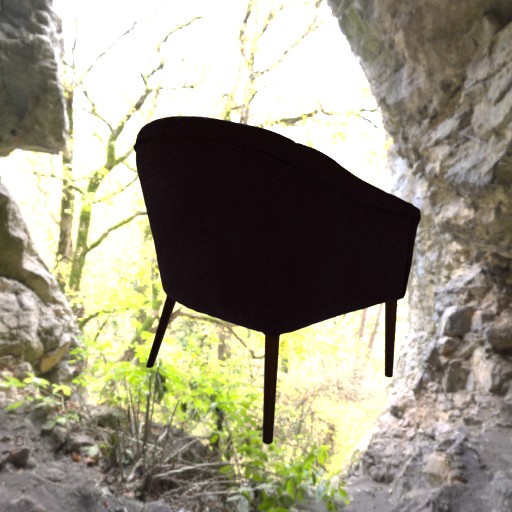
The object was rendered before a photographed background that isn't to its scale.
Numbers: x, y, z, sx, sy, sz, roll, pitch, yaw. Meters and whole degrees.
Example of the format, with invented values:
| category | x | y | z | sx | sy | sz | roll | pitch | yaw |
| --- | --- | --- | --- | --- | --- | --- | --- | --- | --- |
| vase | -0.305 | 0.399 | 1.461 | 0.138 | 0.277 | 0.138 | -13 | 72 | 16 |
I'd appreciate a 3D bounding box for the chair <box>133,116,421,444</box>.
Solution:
| category | x | y | z | sx | sy | sz | roll | pitch | yaw |
| --- | --- | --- | --- | --- | --- | --- | --- | --- | --- |
| chair | 0.000 | 0.000 | 1.544 | 0.776 | 0.885 | 0.851 | -11 | 16 | -42 |
